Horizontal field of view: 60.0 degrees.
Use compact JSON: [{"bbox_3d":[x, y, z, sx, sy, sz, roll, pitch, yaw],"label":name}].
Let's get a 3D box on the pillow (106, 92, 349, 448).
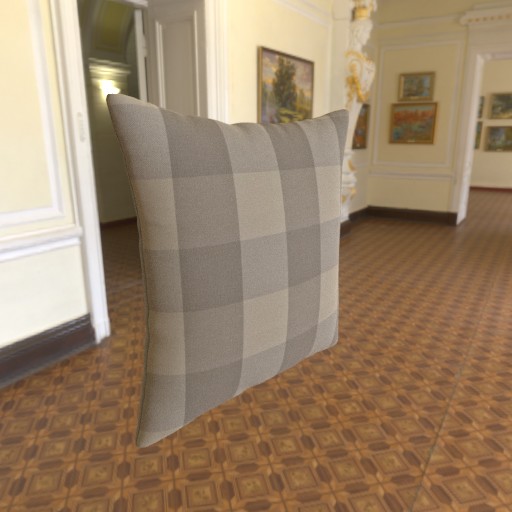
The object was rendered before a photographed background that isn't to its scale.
[{"bbox_3d":[0.000,0.000,0.777,0.511,0.509,0.161,-15,21,-43],"label":"pillow"}]
